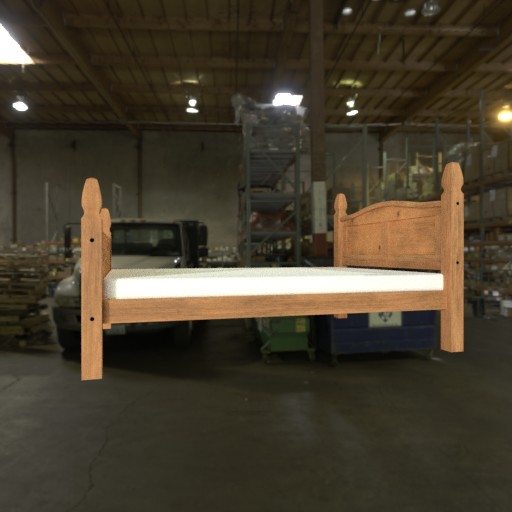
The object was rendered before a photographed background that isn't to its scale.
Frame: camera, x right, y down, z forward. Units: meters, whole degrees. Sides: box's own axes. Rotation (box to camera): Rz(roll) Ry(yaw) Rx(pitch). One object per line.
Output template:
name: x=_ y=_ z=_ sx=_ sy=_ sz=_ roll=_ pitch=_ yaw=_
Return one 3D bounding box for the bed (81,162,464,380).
bed: x=0.000 y=0.000 z=2.981 sx=2.069 sy=1.100 sz=1.490 roll=0 pitch=0 yaw=-17
